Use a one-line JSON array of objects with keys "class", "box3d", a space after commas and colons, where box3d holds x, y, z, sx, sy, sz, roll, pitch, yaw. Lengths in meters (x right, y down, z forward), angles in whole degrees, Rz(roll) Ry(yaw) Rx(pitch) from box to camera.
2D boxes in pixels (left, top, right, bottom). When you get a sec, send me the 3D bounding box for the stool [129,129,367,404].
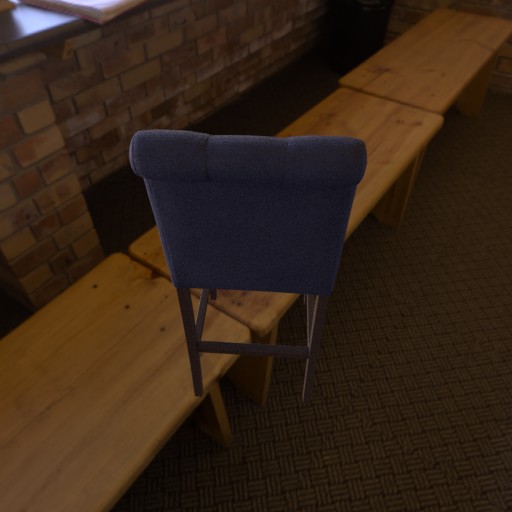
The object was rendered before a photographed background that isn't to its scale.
[{"class": "stool", "box3d": [0.000, 0.000, 1.428, 0.493, 1.140, 0.601, 3, 46, 3]}]
